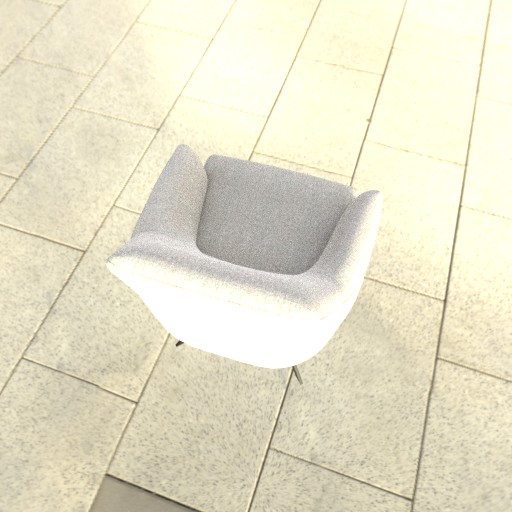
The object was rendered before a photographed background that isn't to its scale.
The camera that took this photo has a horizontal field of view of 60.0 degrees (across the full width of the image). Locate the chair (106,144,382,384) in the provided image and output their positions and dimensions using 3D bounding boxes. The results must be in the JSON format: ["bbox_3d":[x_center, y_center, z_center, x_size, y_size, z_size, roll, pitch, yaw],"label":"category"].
[{"bbox_3d":[0.000,0.000,1.356,0.642,0.874,0.677,15,63,8],"label":"chair"}]
